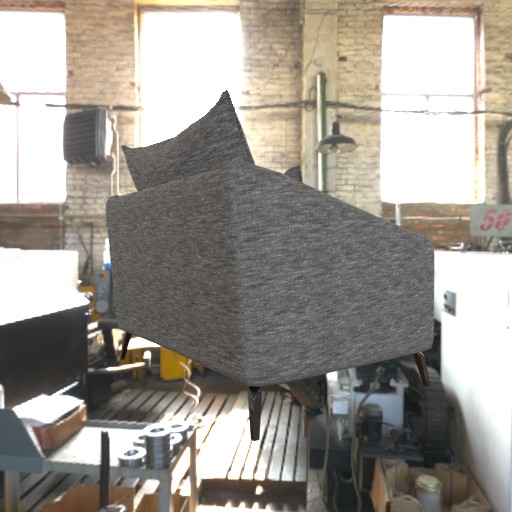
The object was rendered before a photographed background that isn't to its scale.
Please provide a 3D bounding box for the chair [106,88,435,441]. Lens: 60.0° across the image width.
[{"bbox_3d":[0.000,0.000,1.612,0.805,0.842,1.004,-1,1,-36],"label":"chair"}]
